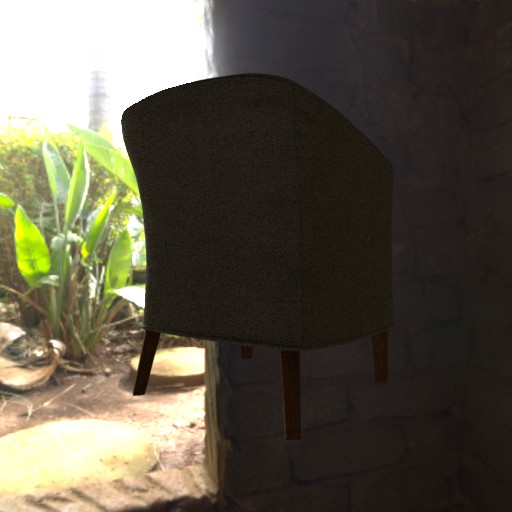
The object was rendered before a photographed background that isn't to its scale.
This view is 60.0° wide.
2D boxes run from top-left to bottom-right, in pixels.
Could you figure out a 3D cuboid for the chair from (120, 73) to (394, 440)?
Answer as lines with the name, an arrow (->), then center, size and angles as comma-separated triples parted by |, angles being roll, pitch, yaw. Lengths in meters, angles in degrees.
chair -> 0.000, 0.000, 1.264 | 0.600, 0.771, 0.668 | 0, 0, 36
